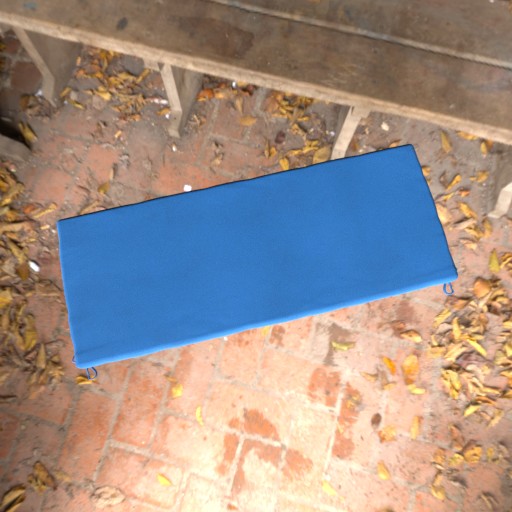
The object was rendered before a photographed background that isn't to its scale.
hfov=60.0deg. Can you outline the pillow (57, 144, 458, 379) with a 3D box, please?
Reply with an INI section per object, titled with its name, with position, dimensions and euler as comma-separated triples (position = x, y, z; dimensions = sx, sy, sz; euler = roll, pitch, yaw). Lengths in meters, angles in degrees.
[pillow]
position = 0.000, 0.000, 1.351
dimensions = 1.187, 0.081, 0.492
euler = -13, 76, -3
